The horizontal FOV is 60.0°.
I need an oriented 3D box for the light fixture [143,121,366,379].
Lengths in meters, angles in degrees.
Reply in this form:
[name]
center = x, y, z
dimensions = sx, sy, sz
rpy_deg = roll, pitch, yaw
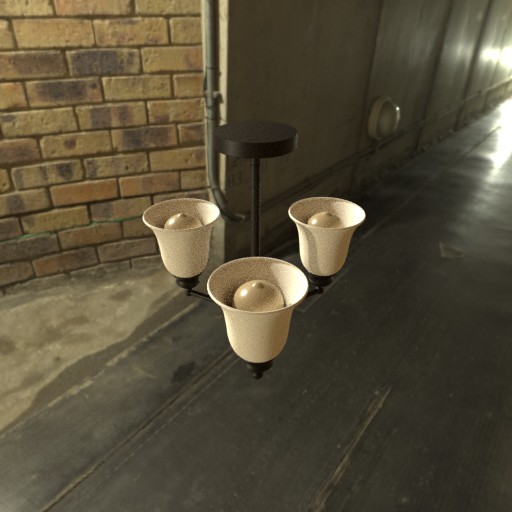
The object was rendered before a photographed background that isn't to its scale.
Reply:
[light fixture]
center = 0.000, 0.000, 0.694
dimensions = 0.388, 0.370, 0.354
rpy_deg = -1, 30, -1
